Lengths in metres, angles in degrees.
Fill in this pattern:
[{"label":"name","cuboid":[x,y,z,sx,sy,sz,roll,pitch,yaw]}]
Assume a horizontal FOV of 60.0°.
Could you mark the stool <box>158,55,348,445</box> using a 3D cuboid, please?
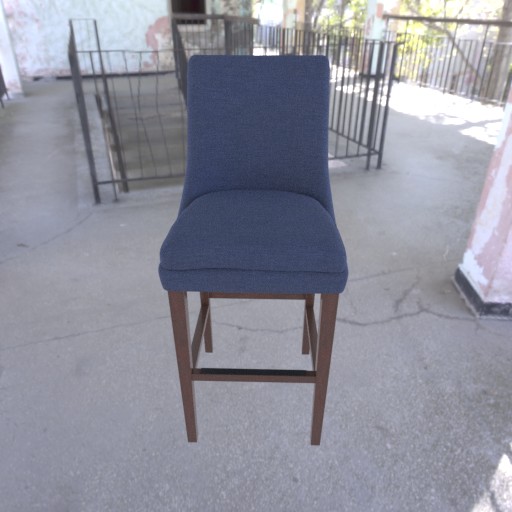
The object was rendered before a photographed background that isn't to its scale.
[{"label":"stool","cuboid":[0.000,0.000,1.355,0.470,1.078,0.577,1,30,1]}]
